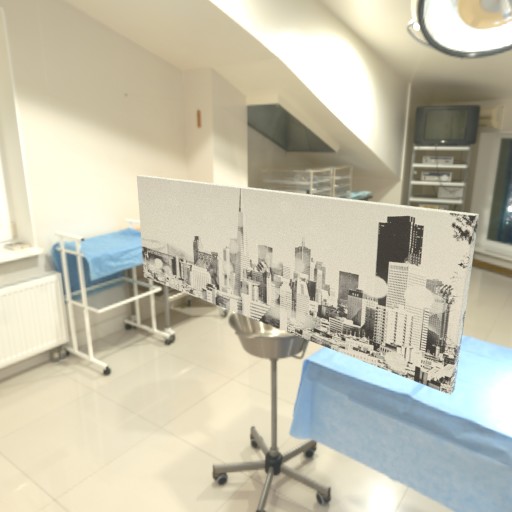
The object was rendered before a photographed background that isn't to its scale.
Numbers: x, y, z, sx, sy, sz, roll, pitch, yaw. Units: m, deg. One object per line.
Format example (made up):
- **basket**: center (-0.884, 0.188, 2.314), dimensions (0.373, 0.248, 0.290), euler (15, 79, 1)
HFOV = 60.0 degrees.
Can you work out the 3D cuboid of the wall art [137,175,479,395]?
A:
- **wall art**: center (0.000, 0.000, 1.682), dimensions (1.520, 0.507, 0.039), euler (14, 21, 41)
